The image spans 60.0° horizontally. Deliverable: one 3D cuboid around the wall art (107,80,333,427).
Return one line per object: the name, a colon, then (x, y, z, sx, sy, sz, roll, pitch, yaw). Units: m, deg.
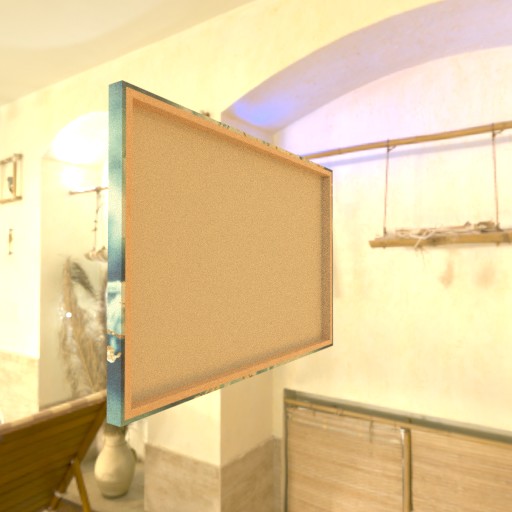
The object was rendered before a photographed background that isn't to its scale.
wall art: (0.000, 0.000, 1.167, 0.038, 0.608, 0.912, -1, -1, 33)
